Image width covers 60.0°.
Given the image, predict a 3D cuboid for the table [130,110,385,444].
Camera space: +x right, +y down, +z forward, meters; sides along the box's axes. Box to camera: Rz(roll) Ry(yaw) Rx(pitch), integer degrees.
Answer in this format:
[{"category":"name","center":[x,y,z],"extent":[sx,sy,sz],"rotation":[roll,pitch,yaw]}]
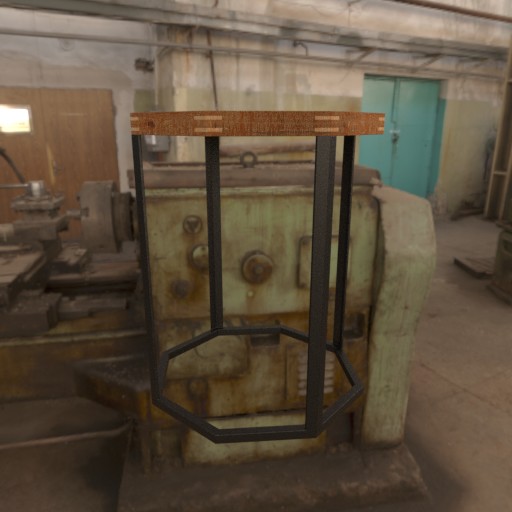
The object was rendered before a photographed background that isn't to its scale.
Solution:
[{"category":"table","center":[0.000,0.000,0.892],"extent":[0.458,0.543,0.458],"rotation":[-8,18,-26]}]
